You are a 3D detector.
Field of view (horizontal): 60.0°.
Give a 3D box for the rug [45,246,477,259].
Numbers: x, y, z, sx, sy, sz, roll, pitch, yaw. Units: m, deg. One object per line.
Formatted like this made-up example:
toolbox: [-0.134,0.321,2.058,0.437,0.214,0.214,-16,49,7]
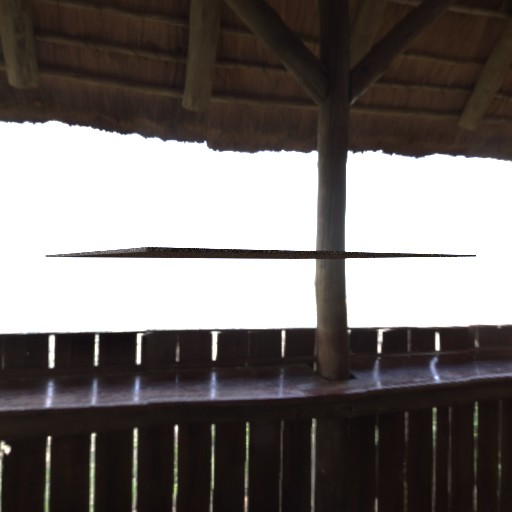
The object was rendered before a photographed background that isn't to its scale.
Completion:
rug: [0.000,0.000,3.927,3.000,0.025,2.401,1,-1,-36]
